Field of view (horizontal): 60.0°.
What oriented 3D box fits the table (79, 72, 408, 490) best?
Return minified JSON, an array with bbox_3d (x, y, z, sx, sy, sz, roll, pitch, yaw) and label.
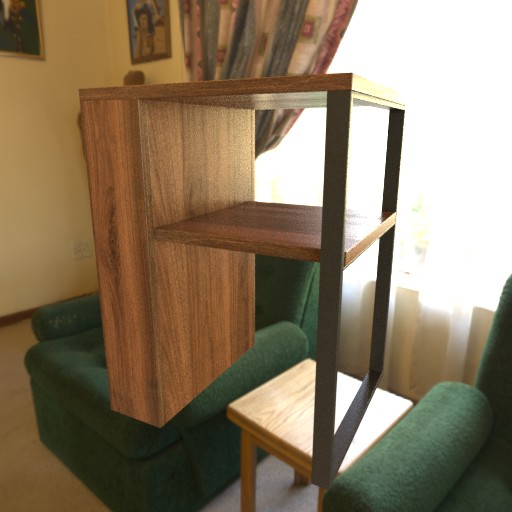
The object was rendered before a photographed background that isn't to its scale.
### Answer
[{"bbox_3d":[0.000,0.000,1.496,0.786,1.041,0.660,8,18,26],"label":"table"}]
